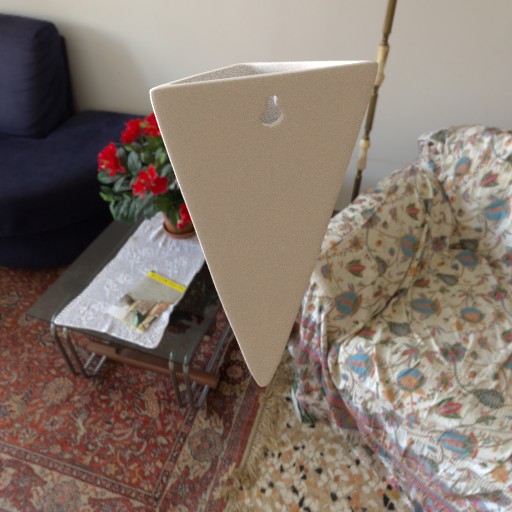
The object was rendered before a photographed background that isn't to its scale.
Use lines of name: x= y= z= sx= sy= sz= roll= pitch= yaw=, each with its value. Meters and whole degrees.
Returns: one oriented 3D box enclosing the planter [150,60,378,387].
planter: x=0.000 y=0.000 z=0.394 sx=0.143 sy=0.338 sz=0.065 roll=-13 pitch=44 yaw=-13
